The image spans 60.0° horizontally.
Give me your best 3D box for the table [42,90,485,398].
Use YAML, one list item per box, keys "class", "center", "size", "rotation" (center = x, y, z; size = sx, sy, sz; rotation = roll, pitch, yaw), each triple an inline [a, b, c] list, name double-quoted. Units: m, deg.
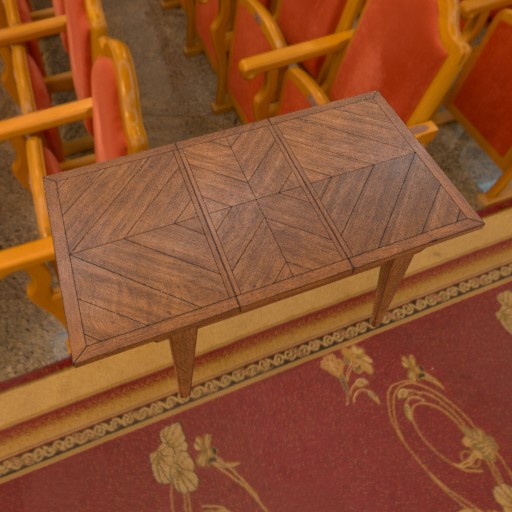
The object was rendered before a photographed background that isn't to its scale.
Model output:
- class: "table"
  center: [0.000, 0.000, 1.901]
  size: [1.400, 0.760, 0.757]
  rotation: [-18, 60, -11]
